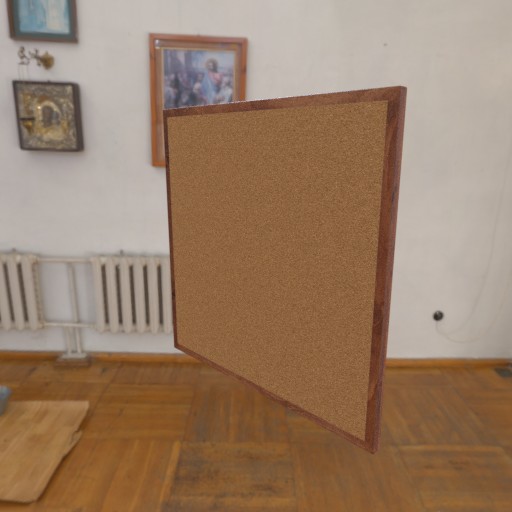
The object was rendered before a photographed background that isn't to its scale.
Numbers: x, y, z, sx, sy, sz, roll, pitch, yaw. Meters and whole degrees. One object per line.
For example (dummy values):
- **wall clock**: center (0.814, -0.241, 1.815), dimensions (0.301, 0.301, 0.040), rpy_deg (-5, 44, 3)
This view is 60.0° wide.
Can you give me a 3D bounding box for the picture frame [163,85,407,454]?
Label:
- **picture frame**: center (0.000, 0.000, 1.231), dimensions (0.029, 0.817, 0.810), rpy_deg (-14, 19, -43)
